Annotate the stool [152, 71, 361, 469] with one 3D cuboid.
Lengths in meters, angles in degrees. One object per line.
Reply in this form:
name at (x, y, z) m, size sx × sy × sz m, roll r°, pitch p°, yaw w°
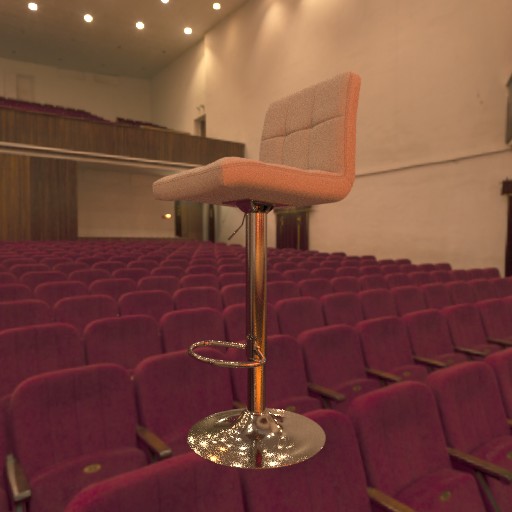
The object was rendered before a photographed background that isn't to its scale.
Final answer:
stool at (0.000, 0.000, 1.358) m, size 0.505 × 1.115 × 0.430 m, roll -1°, pitch 2°, yaw -36°
